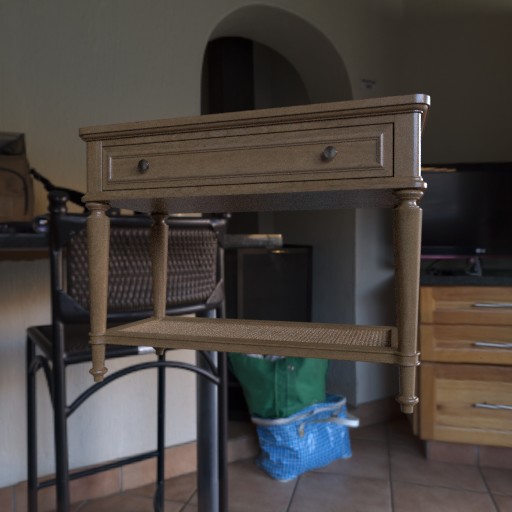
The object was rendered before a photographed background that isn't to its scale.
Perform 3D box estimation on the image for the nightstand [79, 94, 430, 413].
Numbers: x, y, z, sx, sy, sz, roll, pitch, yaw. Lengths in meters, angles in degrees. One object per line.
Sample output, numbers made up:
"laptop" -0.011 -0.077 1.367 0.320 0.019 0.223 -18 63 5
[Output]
"nightstand" 0.000 0.000 1.286 0.914 0.700 0.432 0 0 17
